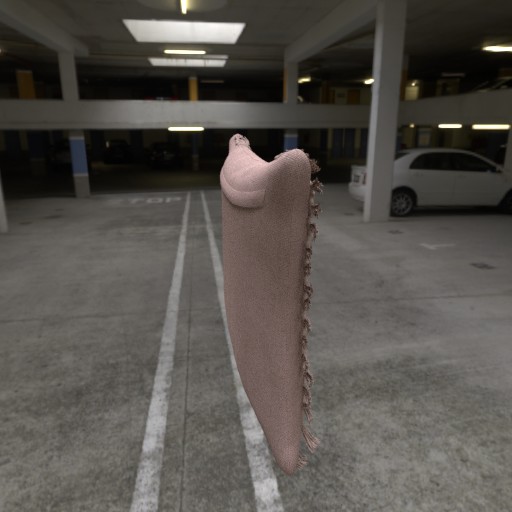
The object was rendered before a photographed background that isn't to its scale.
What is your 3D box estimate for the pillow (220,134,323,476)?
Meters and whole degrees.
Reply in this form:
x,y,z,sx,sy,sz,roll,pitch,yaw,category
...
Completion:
x,y,z,sx,sy,sz,roll,pitch,yaw,category
0.000,0.000,0.590,0.084,0.305,0.466,-2,17,-8,pillow
